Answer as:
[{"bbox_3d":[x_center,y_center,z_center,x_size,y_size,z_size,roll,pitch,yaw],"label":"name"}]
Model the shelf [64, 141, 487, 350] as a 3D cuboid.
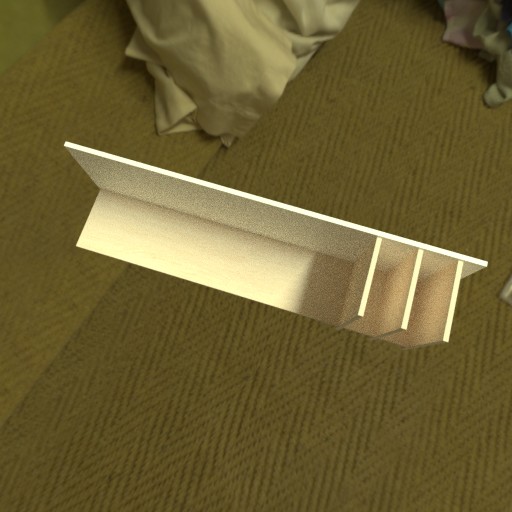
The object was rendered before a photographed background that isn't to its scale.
[{"bbox_3d":[0.000,0.000,1.147,1.020,0.300,0.200,17,75,4],"label":"shelf"}]
